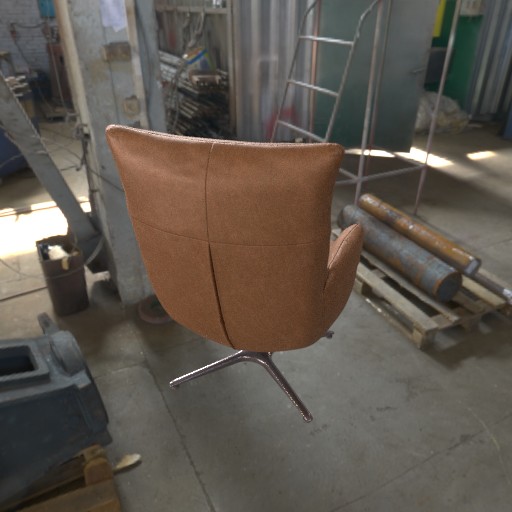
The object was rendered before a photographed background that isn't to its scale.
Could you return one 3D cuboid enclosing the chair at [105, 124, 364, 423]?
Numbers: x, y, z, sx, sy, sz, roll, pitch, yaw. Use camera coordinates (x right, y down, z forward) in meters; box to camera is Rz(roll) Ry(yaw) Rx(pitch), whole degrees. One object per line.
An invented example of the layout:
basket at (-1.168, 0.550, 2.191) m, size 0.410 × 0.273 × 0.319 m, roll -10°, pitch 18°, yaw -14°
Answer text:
chair at (0.000, 0.000, 1.575) m, size 0.711 × 1.027 × 0.794 m, roll 9°, pitch 31°, yaw 15°
